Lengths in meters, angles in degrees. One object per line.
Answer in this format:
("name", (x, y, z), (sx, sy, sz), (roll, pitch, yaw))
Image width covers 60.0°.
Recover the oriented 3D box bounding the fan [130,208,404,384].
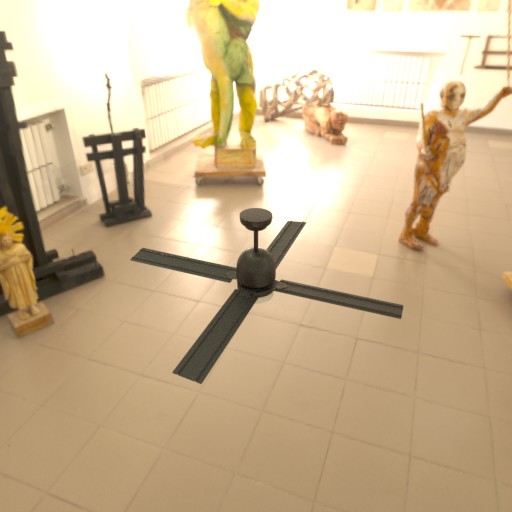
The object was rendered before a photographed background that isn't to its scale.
("fan", (0.000, 0.000, 1.996), (1.319, 0.410, 1.319), (10, 32, 17))
